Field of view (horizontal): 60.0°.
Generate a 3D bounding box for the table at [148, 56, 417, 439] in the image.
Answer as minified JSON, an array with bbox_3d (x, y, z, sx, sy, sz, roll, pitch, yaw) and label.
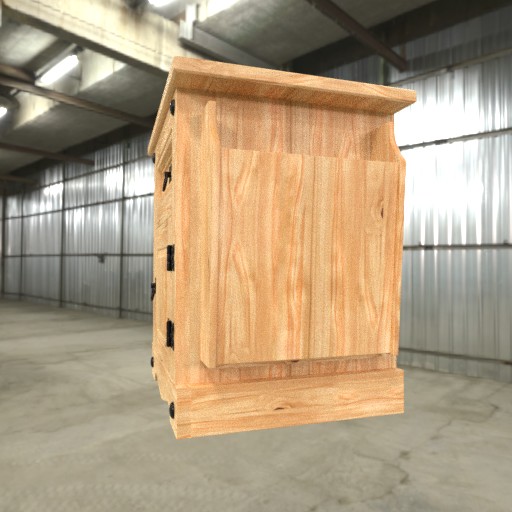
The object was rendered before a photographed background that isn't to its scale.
[{"bbox_3d":[0.000,0.000,0.858,0.380,0.515,0.530,0,-2,-18],"label":"table"}]
